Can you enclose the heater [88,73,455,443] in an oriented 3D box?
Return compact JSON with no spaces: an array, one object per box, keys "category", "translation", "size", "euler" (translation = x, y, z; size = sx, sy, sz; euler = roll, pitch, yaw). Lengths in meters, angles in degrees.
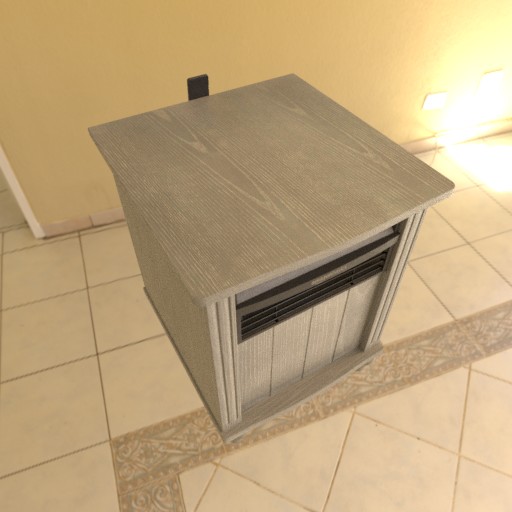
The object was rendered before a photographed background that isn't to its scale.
[{"category":"heater","translation":[0.000,0.000,0.753],"size":[0.362,0.481,0.400],"euler":[-23,51,-20]}]
